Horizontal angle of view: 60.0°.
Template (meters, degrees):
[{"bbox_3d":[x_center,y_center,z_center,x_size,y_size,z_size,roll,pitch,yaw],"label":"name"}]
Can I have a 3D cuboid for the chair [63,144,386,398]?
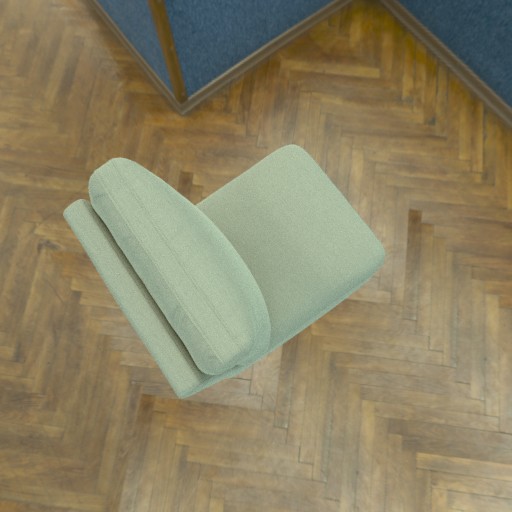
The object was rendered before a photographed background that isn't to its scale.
[{"bbox_3d":[0.000,0.000,1.324,0.698,0.927,0.503,-34,78,-9],"label":"chair"}]
